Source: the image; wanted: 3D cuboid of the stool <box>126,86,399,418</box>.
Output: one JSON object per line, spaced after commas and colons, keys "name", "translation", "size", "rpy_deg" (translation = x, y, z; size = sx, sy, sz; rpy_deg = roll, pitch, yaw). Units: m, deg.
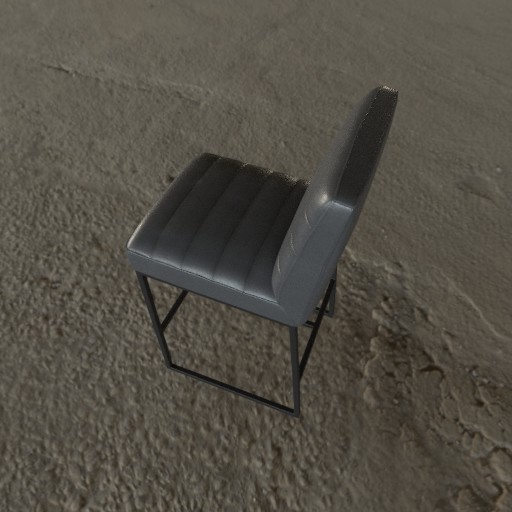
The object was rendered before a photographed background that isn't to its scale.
{"name": "stool", "translation": [0.000, 0.000, 1.289], "size": [0.552, 0.938, 0.457], "rpy_deg": [16, 50, 14]}
